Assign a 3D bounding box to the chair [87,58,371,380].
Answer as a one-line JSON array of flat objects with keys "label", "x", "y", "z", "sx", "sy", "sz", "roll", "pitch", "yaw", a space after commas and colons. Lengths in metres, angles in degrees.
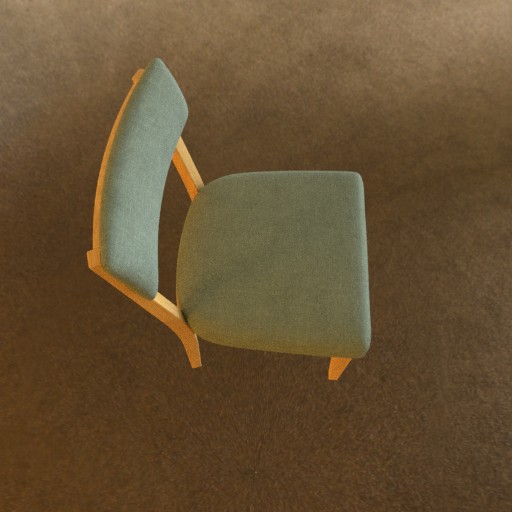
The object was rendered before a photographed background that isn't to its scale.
[{"label": "chair", "x": 0.000, "y": 0.000, "z": 1.166, "sx": 0.572, "sy": 0.832, "sz": 0.508, "roll": 3, "pitch": 64, "yaw": 2}]
